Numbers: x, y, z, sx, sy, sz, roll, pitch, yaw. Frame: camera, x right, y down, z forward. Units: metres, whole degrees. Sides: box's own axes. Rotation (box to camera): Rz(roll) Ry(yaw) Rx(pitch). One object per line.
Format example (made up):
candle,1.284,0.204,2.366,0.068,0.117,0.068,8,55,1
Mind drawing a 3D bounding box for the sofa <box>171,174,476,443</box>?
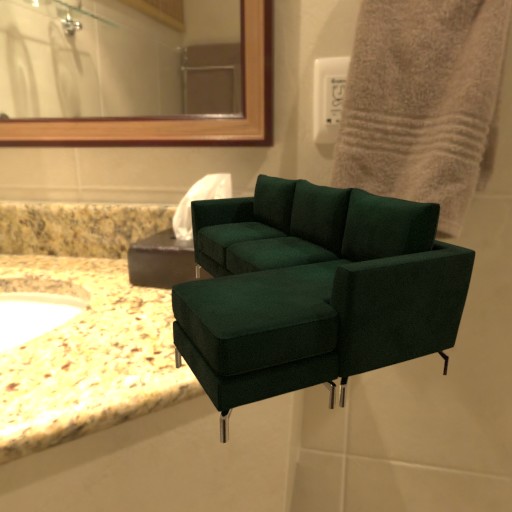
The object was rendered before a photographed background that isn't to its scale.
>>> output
sofa,0.000,0.000,3.199,1.489,1.007,2.441,-7,17,-25
